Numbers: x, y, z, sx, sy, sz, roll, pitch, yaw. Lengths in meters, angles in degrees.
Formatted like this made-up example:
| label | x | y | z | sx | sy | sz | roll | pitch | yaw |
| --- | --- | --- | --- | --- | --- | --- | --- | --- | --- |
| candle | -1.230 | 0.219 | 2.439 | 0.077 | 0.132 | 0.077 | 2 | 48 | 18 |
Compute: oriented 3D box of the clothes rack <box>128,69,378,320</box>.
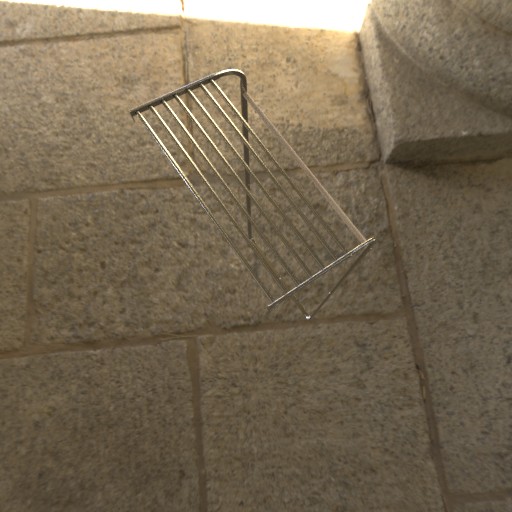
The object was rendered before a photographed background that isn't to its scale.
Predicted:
| label | x | y | z | sx | sy | sz | roll | pitch | yaw |
| --- | --- | --- | --- | --- | --- | --- | --- | --- | --- |
| clothes rack | 0.000 | 0.000 | 1.809 | 0.349 | 1.574 | 0.609 | -34 | 77 | -9 |
